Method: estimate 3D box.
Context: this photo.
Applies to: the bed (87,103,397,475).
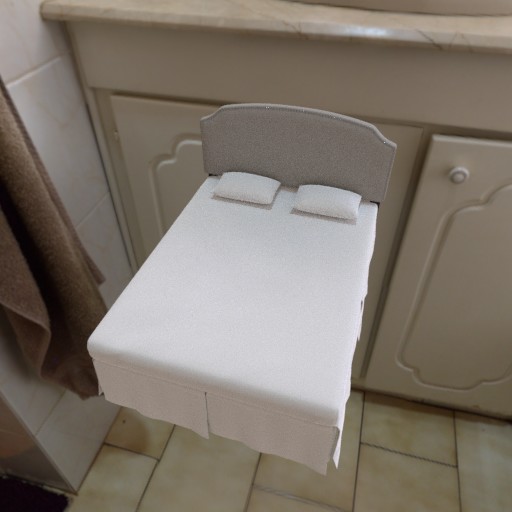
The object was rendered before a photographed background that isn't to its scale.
[{"bbox_3d":[0.000,0.000,2.966,1.558,1.270,1.999,12,43,13],"label":"bed"}]
